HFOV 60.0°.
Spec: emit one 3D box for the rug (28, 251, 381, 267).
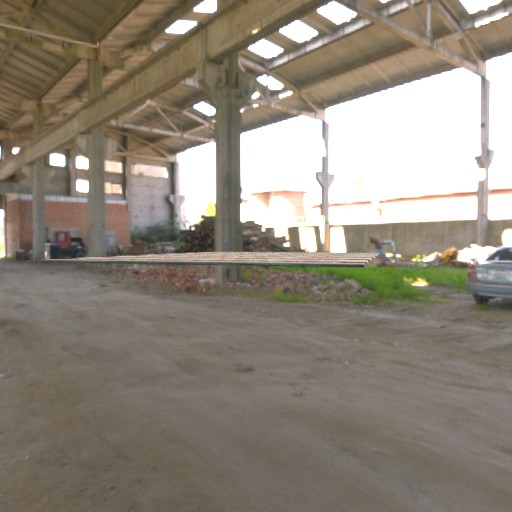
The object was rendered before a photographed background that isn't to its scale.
[{"bbox_3d":[0.000,0.000,2.332,1.221,0.009,1.825,1,2,17],"label":"rug"}]
